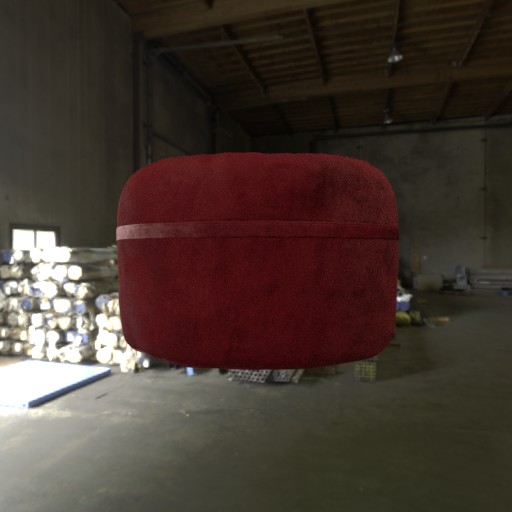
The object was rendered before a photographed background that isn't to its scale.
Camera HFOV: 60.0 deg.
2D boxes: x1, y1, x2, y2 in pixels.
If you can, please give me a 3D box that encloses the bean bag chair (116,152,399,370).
[{"bbox_3d":[0.000,0.000,1.977,1.219,0.762,1.219,0,1,0],"label":"bean bag chair"}]
